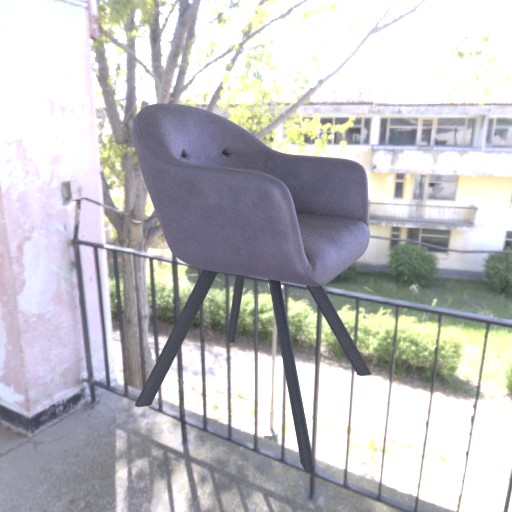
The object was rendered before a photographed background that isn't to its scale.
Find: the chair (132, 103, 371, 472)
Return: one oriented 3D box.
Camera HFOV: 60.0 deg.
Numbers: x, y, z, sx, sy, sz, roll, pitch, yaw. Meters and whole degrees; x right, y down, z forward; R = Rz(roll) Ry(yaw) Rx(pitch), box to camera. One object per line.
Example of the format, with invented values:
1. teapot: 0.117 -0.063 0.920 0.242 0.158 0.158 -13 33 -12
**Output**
1. chair: 0.000 0.000 1.175 0.544 0.781 0.567 8 17 28
